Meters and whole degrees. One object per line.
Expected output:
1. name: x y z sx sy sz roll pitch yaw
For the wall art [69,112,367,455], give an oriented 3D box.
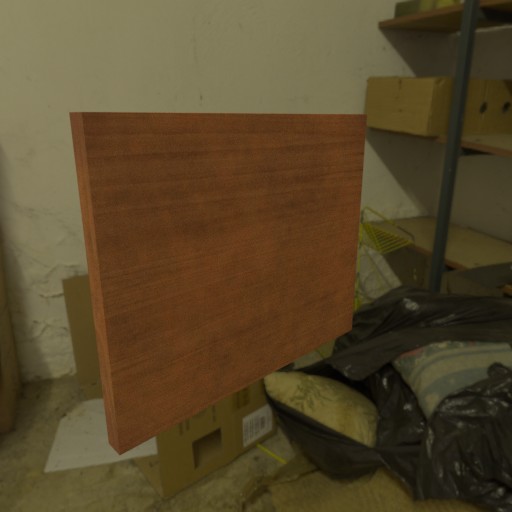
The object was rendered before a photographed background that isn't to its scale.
1. wall art: 0.000 0.000 0.747 0.558 0.457 0.033 -16 23 -41
